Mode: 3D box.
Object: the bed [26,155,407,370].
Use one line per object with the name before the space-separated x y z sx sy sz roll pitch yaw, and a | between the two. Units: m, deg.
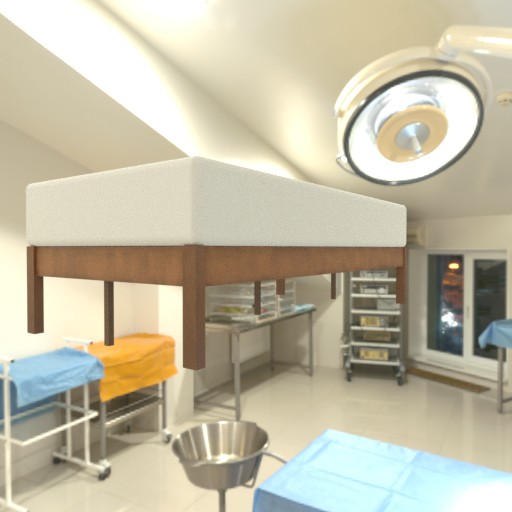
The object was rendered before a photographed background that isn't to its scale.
bed | 0.000 0.000 2.301 0.961 0.616 1.902 1 1 36
